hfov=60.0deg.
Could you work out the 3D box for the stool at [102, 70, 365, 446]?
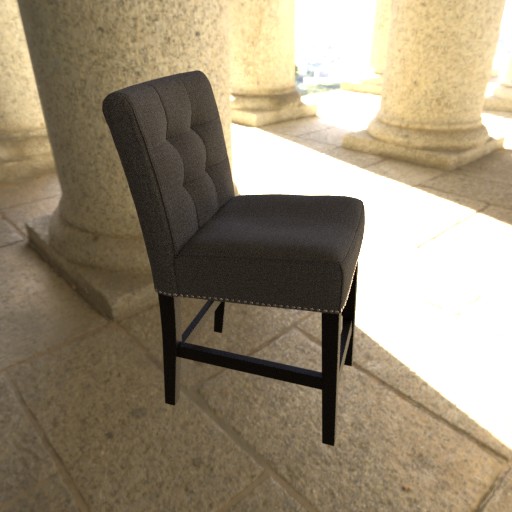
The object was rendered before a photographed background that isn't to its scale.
[{"bbox_3d":[0.000,0.000,1.209,0.571,0.885,0.427,9,30,16],"label":"stool"}]
